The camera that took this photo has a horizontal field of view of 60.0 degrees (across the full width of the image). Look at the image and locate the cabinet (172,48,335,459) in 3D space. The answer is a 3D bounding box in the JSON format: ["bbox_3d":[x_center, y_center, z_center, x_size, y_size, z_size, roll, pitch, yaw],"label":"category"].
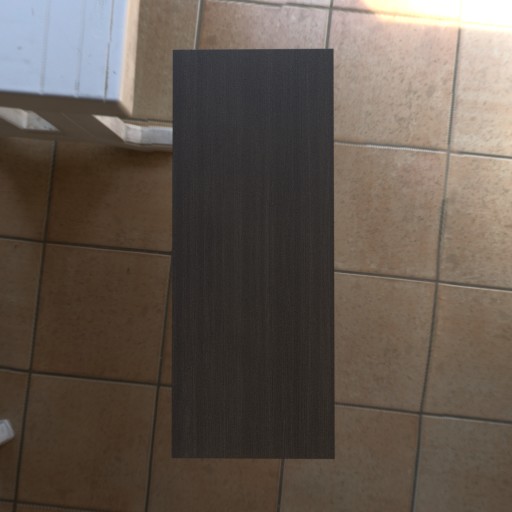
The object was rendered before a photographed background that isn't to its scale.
[{"bbox_3d":[0.000,0.000,1.677,0.400,1.170,1.010,0,89,1],"label":"cabinet"}]
